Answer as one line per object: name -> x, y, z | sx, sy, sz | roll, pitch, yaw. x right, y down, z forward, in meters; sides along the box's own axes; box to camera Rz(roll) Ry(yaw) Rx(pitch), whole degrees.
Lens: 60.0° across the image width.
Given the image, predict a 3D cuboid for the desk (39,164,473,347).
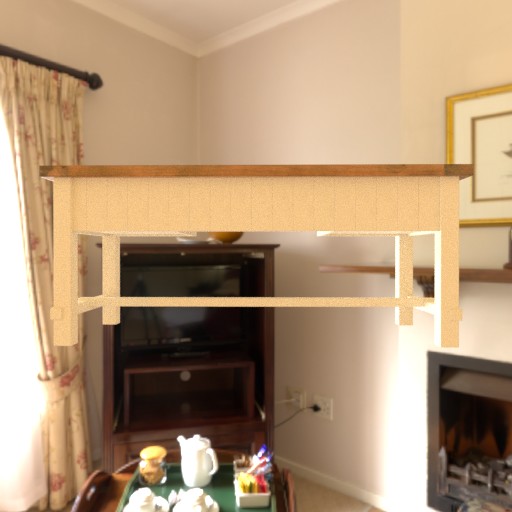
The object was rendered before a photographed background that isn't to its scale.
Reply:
desk -> 0.000, 0.000, 2.188 | 1.803, 0.762, 0.688 | 0, 0, 1
